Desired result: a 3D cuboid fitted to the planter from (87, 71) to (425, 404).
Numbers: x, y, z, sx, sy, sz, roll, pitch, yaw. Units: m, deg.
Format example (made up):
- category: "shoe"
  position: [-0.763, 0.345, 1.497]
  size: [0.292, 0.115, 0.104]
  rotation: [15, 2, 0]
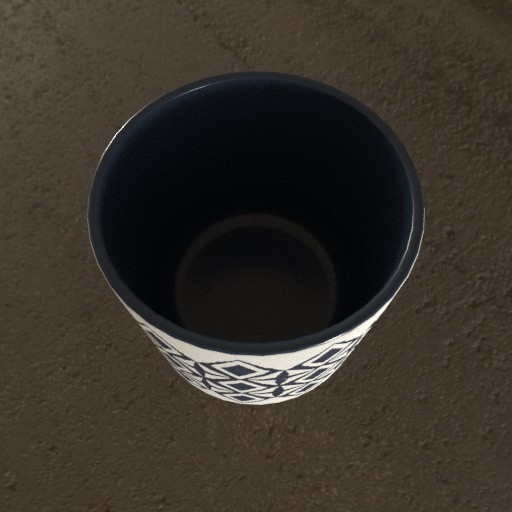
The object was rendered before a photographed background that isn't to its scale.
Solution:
- category: "planter"
  position: [0.000, 0.000, 0.274]
  size: [0.159, 0.144, 0.159]
  rotation: [0, 64, 0]
